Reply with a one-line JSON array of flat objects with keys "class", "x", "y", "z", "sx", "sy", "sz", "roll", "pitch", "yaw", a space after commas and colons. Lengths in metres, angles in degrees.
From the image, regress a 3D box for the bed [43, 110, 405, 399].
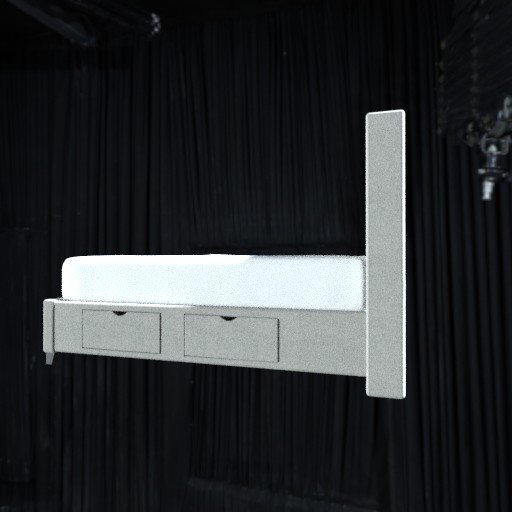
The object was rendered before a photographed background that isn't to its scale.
[{"class": "bed", "x": 0.000, "y": 0.000, "z": 3.592, "sx": 2.280, "sy": 1.470, "sz": 2.140, "roll": 0, "pitch": 0, "yaw": 18}]
